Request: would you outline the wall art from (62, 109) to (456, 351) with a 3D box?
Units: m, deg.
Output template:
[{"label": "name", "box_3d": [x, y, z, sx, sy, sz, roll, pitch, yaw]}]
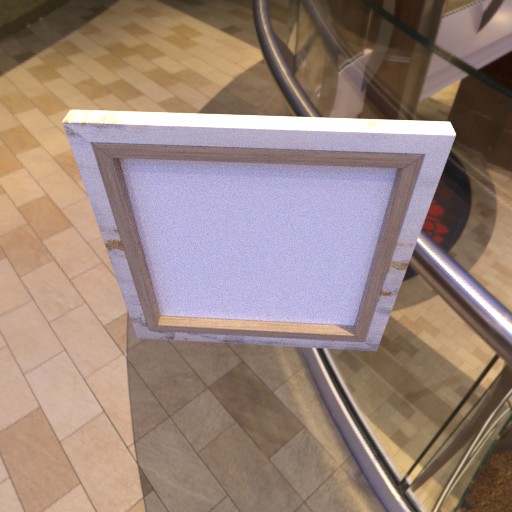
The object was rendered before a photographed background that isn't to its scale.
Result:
[{"label": "wall art", "box_3d": [0.000, 0.000, 0.919, 0.611, 0.613, 0.040, 3, 46, 3]}]
